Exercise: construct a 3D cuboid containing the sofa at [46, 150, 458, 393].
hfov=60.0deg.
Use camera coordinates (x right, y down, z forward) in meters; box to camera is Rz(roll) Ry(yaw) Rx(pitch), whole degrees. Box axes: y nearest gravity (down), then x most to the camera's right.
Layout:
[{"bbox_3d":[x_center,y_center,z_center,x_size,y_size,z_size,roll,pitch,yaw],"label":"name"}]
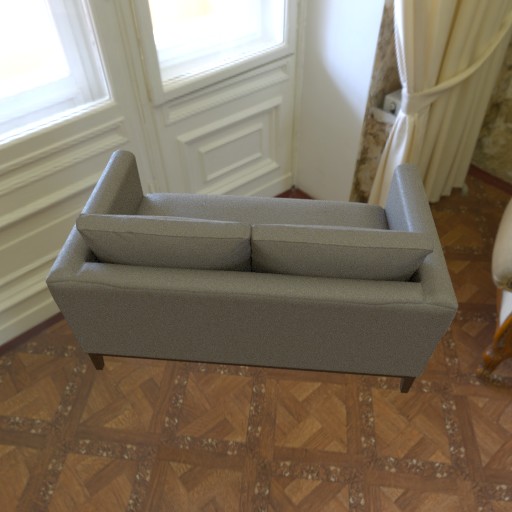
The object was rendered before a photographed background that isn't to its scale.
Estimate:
[{"bbox_3d":[0.000,0.000,2.146,1.598,0.873,0.899,3,47,3],"label":"sofa"}]
